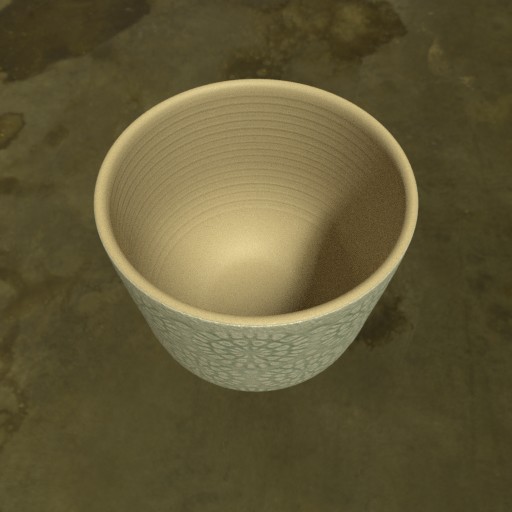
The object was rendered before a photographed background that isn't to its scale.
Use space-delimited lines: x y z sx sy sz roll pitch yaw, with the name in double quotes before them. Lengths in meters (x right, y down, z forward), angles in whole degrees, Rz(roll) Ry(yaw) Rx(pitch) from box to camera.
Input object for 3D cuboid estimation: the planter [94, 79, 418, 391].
"planter" 0.000 0.000 0.298 0.169 0.153 0.169 0 57 0
